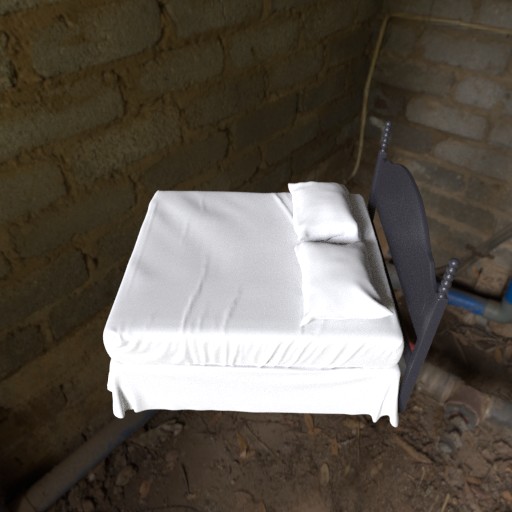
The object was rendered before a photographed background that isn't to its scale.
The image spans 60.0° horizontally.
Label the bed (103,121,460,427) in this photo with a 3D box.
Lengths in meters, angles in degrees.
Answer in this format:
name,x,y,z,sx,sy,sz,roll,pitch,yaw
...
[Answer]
name,x,y,z,sx,sy,sz,roll,pitch,yaw
bed,0.000,0.000,3.197,2.040,1.356,1.873,1,40,1
